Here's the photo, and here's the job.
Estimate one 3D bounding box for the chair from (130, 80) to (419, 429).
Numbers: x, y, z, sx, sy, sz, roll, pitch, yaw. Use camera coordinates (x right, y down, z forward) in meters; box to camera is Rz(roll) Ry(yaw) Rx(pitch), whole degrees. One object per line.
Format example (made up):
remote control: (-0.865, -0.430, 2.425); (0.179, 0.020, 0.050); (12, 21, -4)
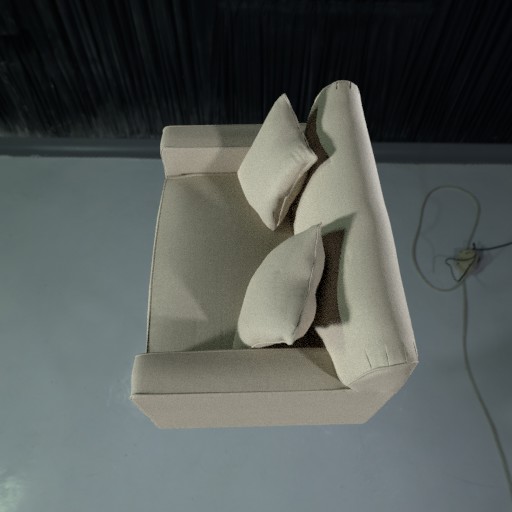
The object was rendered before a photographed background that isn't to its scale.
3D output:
chair: (0.000, 0.000, 2.054); (1.000, 0.948, 1.383); (-1, 58, -1)
